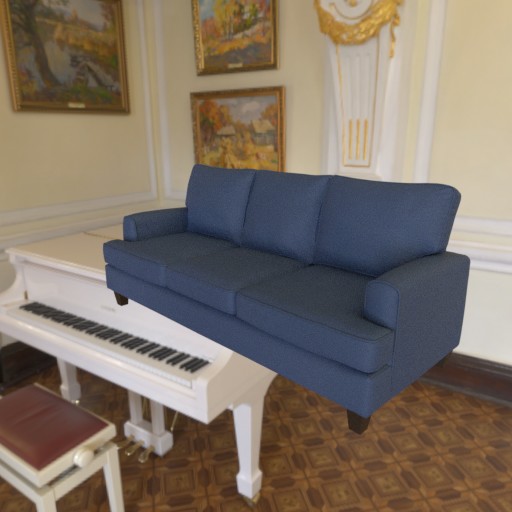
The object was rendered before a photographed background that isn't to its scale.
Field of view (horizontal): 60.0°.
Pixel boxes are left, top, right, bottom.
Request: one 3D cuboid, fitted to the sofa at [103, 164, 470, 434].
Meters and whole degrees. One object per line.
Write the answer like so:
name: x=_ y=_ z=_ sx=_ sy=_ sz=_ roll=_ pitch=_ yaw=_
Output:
sofa: x=0.000 y=0.000 z=2.653 sx=0.951 sy=0.965 sz=2.158 roll=-15 pitch=21 yaw=-43
